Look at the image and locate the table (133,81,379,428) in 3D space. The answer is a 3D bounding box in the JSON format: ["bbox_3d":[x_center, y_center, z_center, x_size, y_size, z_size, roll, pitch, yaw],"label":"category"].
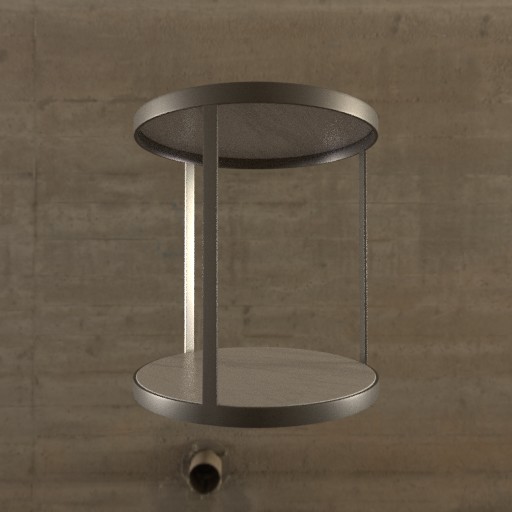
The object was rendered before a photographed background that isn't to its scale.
[{"bbox_3d":[0.000,0.000,0.833,0.445,0.479,0.445,0,-1,0],"label":"table"}]
